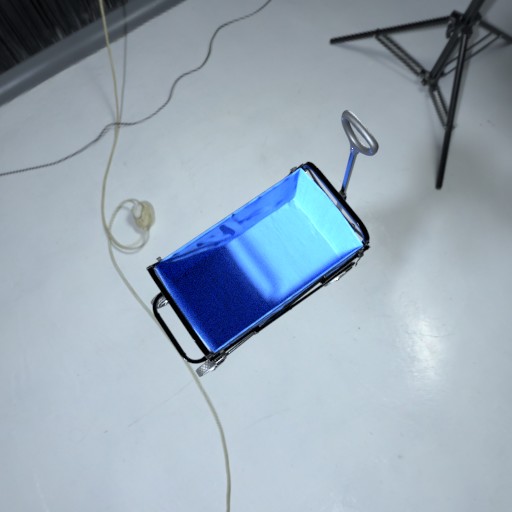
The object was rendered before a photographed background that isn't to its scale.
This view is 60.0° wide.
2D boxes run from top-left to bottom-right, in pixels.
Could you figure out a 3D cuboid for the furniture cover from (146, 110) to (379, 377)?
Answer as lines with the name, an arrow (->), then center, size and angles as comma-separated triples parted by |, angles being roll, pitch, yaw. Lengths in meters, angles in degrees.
furniture cover -> 0.000, 0.000, 1.836 | 1.038, 1.295, 0.532 | -35, 78, -8
